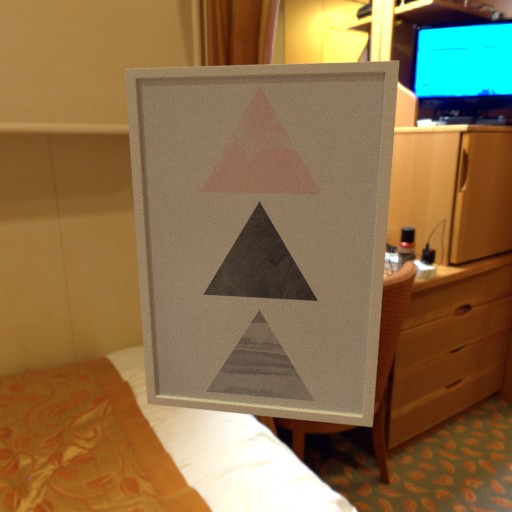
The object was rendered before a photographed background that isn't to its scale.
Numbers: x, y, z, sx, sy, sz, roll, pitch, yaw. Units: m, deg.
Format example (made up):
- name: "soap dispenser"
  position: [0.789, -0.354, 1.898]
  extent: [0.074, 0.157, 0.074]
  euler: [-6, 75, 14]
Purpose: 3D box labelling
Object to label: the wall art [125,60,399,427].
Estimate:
- name: "wall art"
  position: [0.000, 0.000, 0.542]
  extent: [0.303, 0.433, 0.013]
  euler: [2, 14, 10]
